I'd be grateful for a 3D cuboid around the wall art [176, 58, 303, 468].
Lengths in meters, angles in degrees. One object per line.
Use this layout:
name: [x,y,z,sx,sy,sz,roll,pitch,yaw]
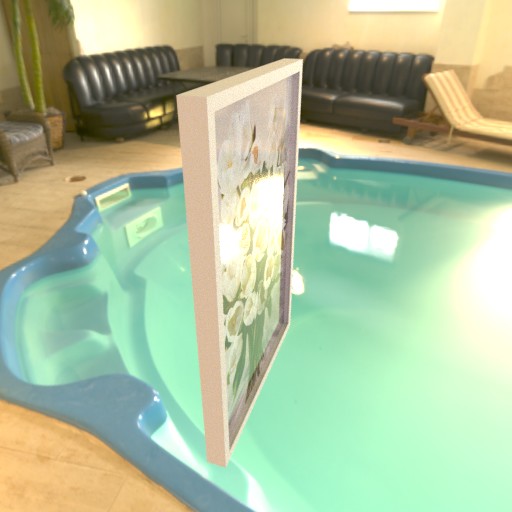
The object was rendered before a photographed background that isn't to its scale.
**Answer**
wall art: [0.000,0.000,0.556,0.025,0.428,0.293,10,31,17]
